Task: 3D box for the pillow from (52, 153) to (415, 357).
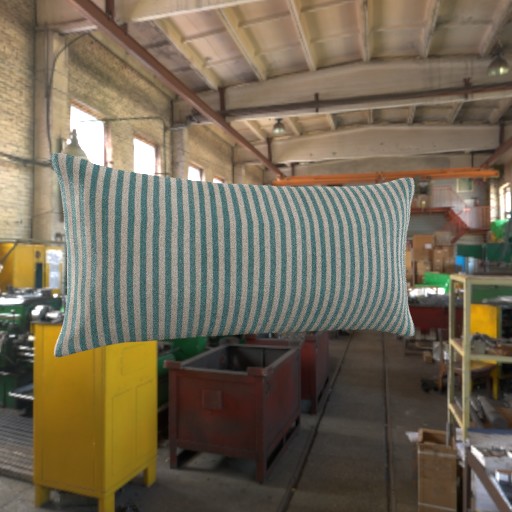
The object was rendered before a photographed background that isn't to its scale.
[{"bbox_3d":[0.000,0.000,0.731,0.617,0.295,0.151,0,-1,-18],"label":"pillow"}]
